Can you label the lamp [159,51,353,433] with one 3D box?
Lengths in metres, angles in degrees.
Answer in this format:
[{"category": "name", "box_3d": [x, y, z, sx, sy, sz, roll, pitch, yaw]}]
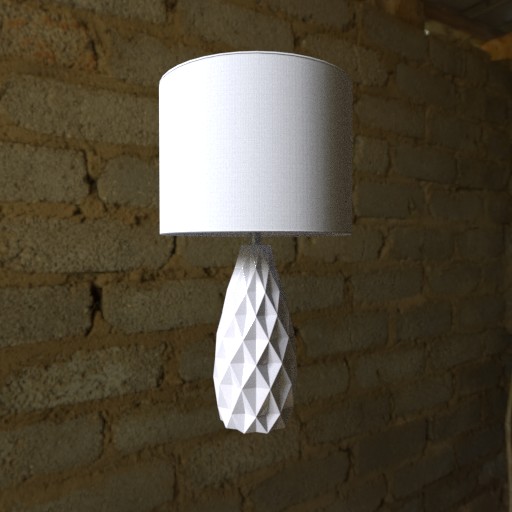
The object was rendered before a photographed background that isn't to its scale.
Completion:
[{"category": "lamp", "box_3d": [0.000, 0.000, 0.702, 0.297, 0.522, 0.297, 0, 1, 0]}]
